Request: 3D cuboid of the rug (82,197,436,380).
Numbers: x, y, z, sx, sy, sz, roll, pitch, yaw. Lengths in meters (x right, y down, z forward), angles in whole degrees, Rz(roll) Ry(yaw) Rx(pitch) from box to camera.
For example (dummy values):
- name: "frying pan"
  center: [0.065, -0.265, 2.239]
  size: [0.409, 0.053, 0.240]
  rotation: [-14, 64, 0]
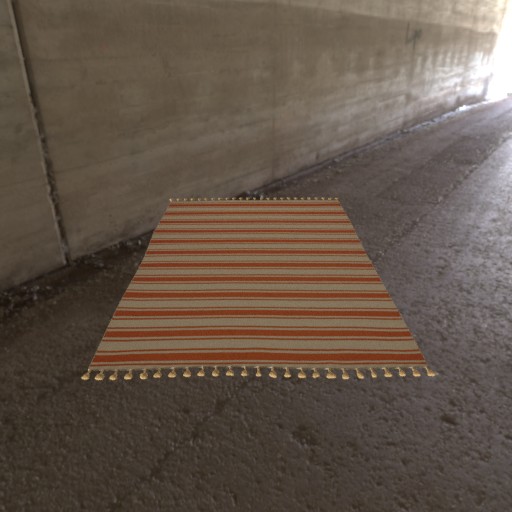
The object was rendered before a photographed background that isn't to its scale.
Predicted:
- name: "rug"
  center: [0.000, 0.000, 3.024]
  size: [1.556, 0.022, 2.433]
  rotation: [0, 26, -1]
